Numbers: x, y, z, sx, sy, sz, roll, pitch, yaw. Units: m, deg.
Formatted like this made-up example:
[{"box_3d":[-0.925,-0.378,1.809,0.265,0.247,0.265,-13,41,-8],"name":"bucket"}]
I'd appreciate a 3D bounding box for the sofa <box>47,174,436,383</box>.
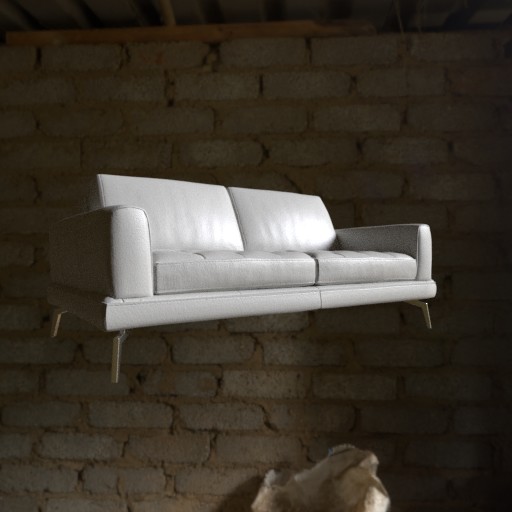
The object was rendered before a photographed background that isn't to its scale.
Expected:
[{"box_3d":[0.000,0.000,2.689,2.177,0.930,1.121,0,0,-35],"name":"sofa"}]
